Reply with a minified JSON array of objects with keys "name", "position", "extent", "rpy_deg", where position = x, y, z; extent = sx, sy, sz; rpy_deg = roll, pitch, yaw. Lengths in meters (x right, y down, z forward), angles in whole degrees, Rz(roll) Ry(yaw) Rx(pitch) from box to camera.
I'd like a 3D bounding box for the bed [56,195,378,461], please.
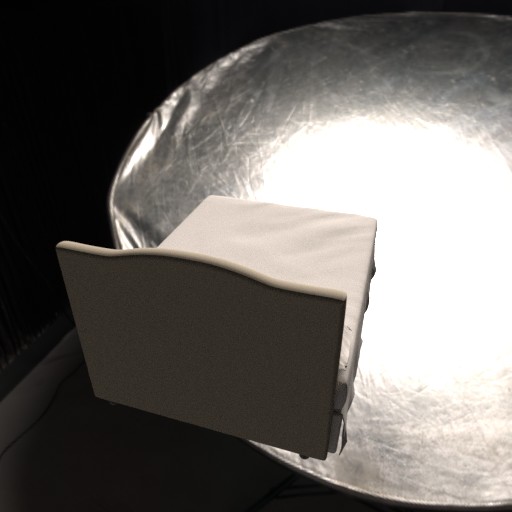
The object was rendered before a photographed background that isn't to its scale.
[{"name":"bed","position":[0.000,0.000,3.699],"extent":[1.977,1.437,2.477],"rpy_deg":[10,33,15]}]
